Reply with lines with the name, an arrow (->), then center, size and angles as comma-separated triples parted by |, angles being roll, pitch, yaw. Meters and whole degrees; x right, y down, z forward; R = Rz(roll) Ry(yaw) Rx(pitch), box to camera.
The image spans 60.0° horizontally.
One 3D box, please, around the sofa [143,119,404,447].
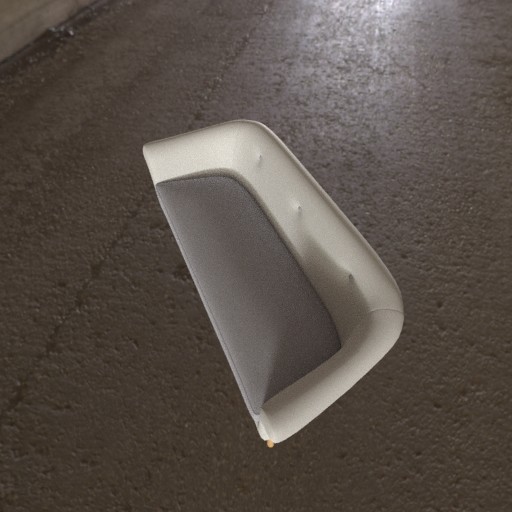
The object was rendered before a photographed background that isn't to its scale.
sofa -> 0.000, 0.000, 2.597 | 0.827, 0.795, 2.160 | -17, 49, -16
